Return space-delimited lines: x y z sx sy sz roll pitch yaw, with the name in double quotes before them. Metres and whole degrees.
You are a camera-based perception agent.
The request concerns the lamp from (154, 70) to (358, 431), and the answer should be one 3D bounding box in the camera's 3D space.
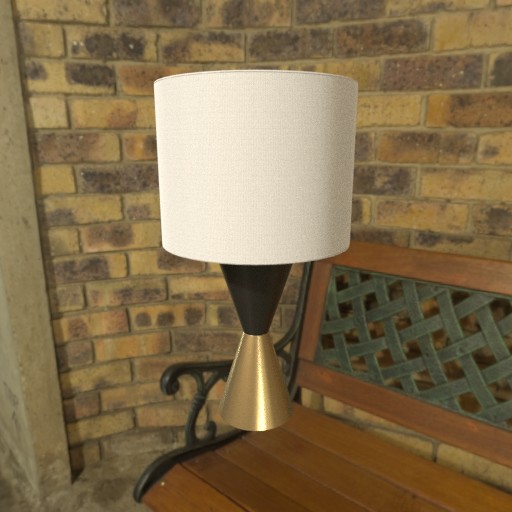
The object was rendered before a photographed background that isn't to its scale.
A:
"lamp" 0.000 0.000 0.741 0.304 0.573 0.304 2 14 9
